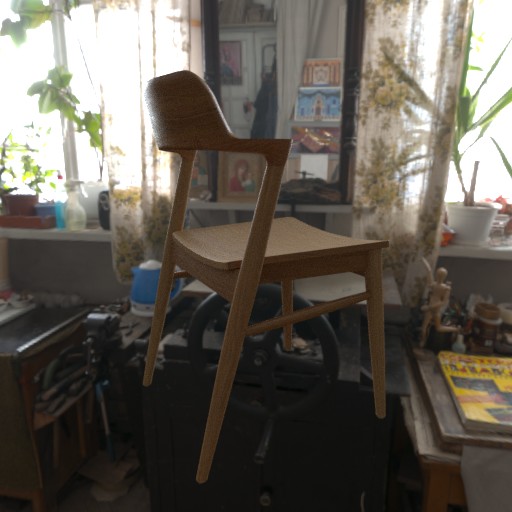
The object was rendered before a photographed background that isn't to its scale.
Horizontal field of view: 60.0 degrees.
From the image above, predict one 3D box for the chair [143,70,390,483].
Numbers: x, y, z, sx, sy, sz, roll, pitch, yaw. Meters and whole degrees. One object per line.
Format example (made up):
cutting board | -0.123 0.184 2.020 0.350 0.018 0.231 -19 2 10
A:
chair | 0.000 0.000 1.098 0.499 0.792 0.512 -7 15 -27
